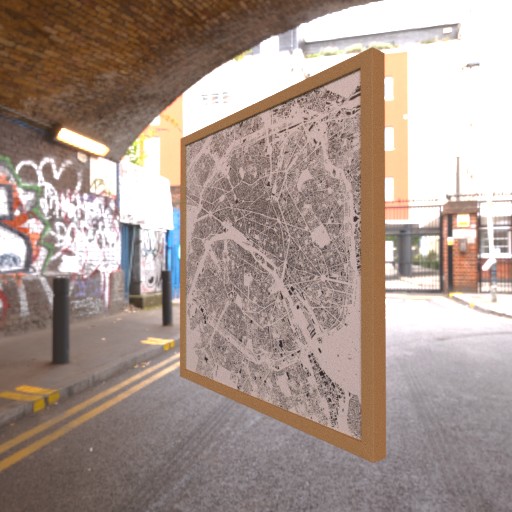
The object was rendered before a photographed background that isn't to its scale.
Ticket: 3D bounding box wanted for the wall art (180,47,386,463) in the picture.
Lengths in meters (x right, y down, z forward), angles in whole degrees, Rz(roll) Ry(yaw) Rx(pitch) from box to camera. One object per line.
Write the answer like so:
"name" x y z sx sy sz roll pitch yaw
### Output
"wall art" 0.000 0.000 1.125 0.037 0.761 0.761 0 -1 -37
